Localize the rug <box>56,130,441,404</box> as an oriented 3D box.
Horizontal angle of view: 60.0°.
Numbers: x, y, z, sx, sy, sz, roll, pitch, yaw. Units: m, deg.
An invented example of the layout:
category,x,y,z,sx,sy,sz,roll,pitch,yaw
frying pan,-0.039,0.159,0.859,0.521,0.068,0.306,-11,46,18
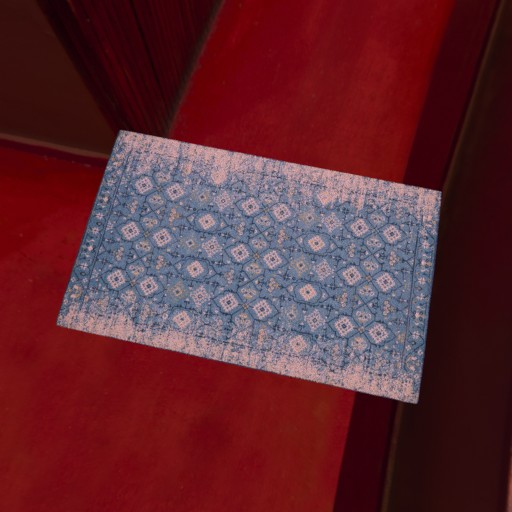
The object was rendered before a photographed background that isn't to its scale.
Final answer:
category,x,y,z,sx,sy,sz,roll,pitch,yaw
rug,0.000,0.000,2.266,1.795,0.008,1.102,12,75,3
